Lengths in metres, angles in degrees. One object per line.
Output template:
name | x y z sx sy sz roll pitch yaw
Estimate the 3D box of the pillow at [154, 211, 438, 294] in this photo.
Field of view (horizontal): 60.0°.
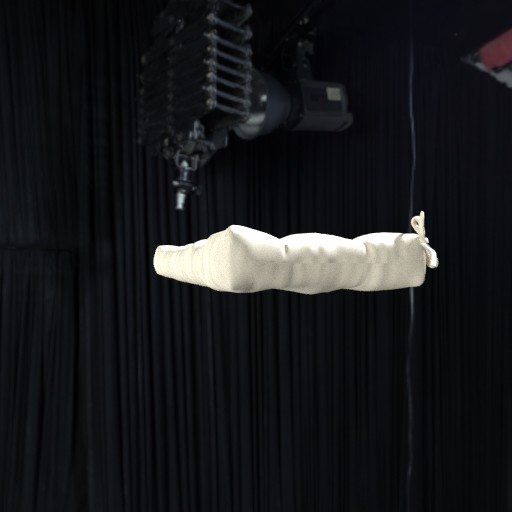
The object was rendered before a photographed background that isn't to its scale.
pillow | 0.000 0.000 1.376 0.511 0.174 1.194 0 -1 -19
